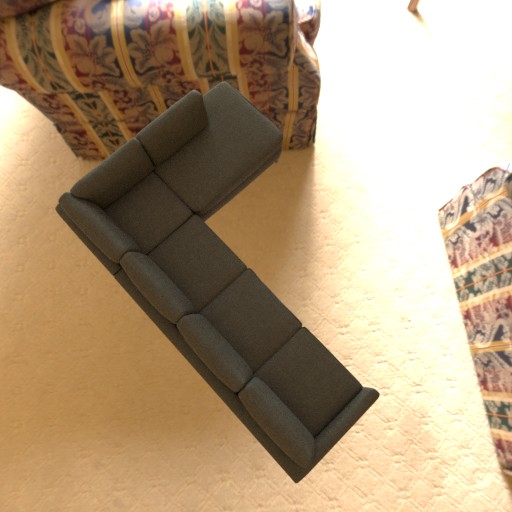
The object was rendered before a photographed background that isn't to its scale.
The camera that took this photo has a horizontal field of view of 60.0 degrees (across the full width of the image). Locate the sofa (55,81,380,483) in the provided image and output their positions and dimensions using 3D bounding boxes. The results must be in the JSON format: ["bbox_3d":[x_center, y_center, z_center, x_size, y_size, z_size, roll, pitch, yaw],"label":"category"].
[{"bbox_3d":[0.000,0.000,3.807,1.984,0.858,2.972,-42,79,-11],"label":"sofa"}]
